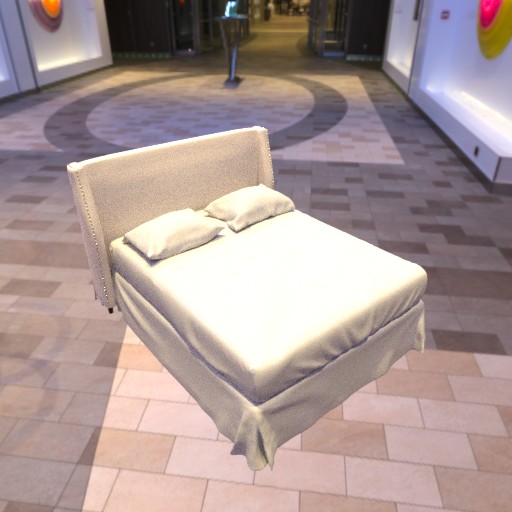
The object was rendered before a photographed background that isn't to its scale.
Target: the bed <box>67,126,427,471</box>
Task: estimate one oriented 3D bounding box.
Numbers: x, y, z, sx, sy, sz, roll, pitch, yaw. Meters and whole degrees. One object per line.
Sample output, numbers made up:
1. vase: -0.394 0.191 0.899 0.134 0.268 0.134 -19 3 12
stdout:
1. bed: 0.000 0.000 3.458 1.925 1.332 2.276 -22 37 -33
